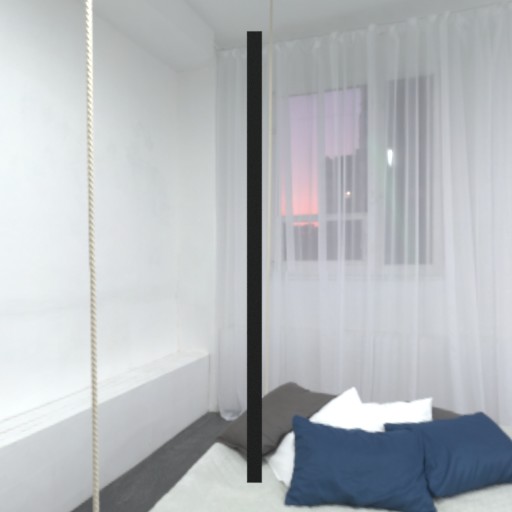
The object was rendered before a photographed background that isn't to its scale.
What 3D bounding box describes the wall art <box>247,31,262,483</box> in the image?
[{"bbox_3d":[0.000,0.000,0.529,0.012,0.357,0.358,0,1,0],"label":"wall art"}]
